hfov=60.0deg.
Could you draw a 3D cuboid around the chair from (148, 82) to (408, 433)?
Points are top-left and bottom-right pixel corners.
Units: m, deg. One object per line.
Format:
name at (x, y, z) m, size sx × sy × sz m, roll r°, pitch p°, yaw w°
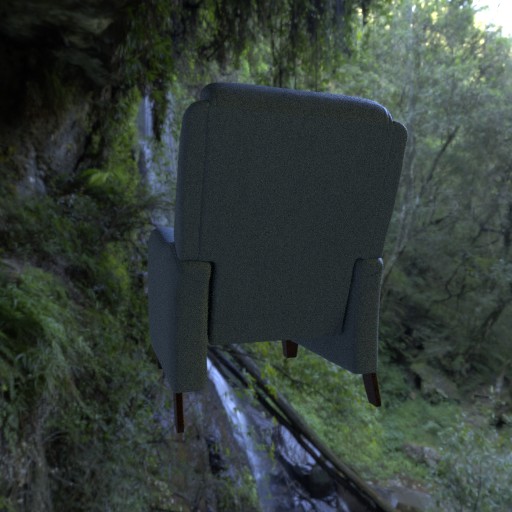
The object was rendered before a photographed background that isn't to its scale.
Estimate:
chair at (0.000, 0.000, 1.774) m, size 0.785 × 1.067 × 0.988 m, roll -1°, pitch 2°, yaw -18°
